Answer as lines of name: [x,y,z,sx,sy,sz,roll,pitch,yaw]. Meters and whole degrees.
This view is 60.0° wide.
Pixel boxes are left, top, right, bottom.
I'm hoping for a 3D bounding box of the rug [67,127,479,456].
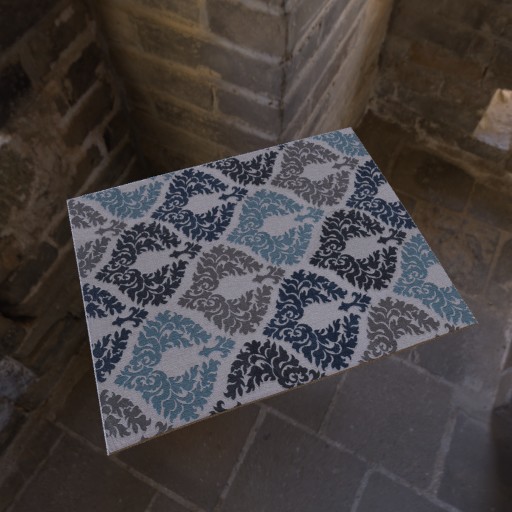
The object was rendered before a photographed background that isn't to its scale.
rug: [0.000,0.000,3.959,3.040,0.014,2.423,-17,60,-10]
